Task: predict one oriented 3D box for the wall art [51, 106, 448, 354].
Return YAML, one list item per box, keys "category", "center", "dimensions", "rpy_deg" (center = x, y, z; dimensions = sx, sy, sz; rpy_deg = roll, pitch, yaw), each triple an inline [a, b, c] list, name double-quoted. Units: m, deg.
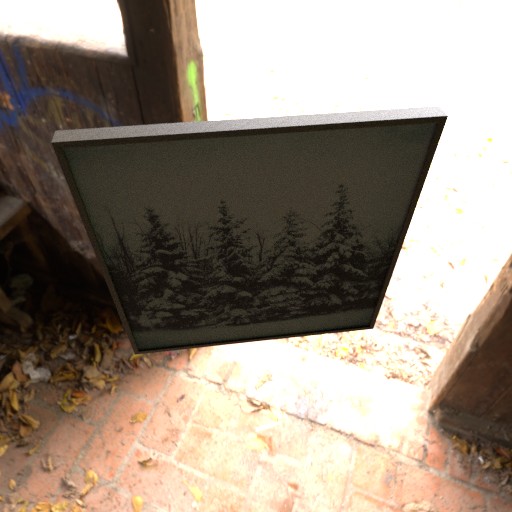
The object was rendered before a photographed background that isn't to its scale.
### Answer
- category: "wall art"
  center: [0.000, 0.000, 1.133]
  dimensions: [0.758, 0.758, 0.039]
  rpy_deg: [-5, 48, -5]
